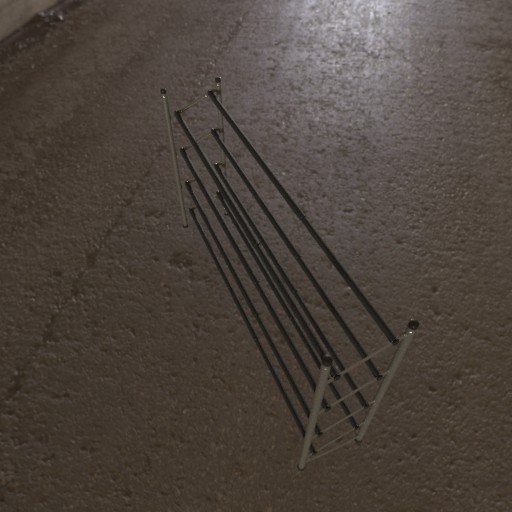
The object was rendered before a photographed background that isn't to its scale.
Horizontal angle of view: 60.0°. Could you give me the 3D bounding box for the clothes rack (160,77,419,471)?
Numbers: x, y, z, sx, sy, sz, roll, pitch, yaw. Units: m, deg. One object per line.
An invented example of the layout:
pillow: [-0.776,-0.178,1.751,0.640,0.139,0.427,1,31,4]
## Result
clothes rack: [0.000,0.000,1.480,0.229,0.672,1.168,-18,51,-16]
